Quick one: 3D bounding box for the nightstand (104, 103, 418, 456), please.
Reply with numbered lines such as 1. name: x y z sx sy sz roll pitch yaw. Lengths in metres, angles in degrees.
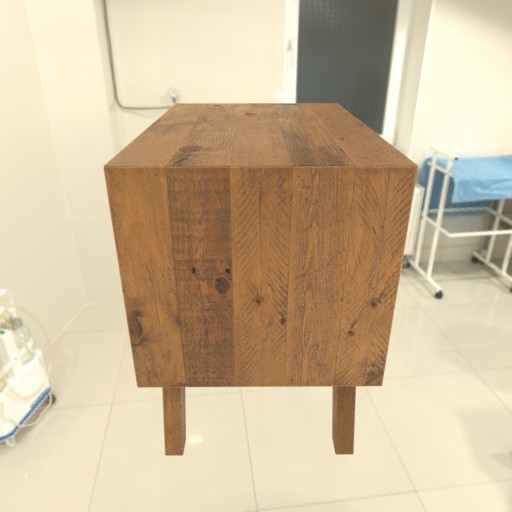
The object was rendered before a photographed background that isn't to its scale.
1. nightstand: 0.000 0.000 1.037 0.450 0.599 0.650 0 26 0
